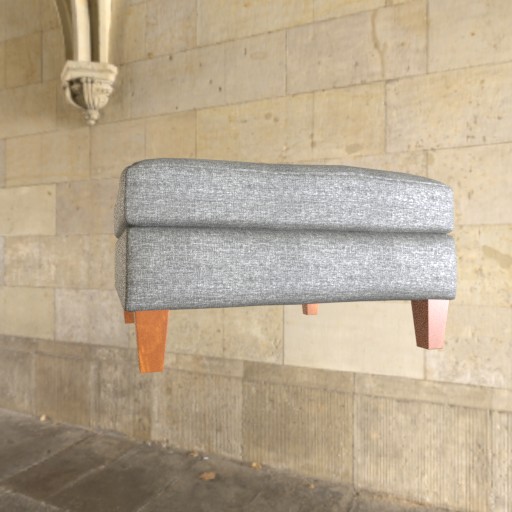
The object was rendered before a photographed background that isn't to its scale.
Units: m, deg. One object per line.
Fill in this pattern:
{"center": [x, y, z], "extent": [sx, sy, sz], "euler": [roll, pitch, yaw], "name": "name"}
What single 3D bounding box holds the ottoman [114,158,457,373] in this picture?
{"center": [0.000, 0.000, 1.385], "extent": [0.838, 0.481, 0.838], "euler": [0, 0, -19], "name": "ottoman"}
